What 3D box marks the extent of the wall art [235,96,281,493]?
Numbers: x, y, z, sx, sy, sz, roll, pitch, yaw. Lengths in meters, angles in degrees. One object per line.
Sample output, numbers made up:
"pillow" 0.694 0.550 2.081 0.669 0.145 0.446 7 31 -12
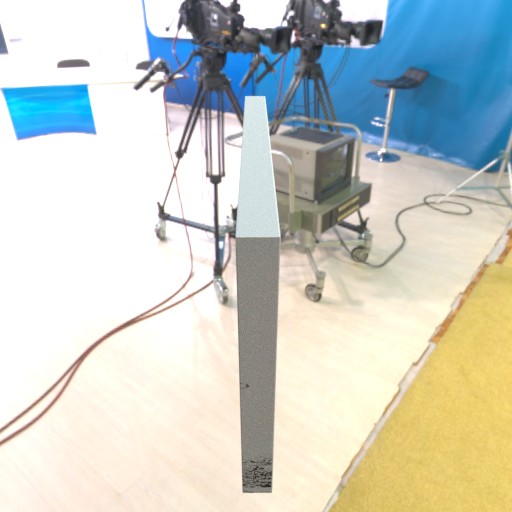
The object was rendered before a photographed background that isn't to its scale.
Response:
"wall art" 0.000 0.000 0.778 0.042 0.414 0.608 0 31 0
